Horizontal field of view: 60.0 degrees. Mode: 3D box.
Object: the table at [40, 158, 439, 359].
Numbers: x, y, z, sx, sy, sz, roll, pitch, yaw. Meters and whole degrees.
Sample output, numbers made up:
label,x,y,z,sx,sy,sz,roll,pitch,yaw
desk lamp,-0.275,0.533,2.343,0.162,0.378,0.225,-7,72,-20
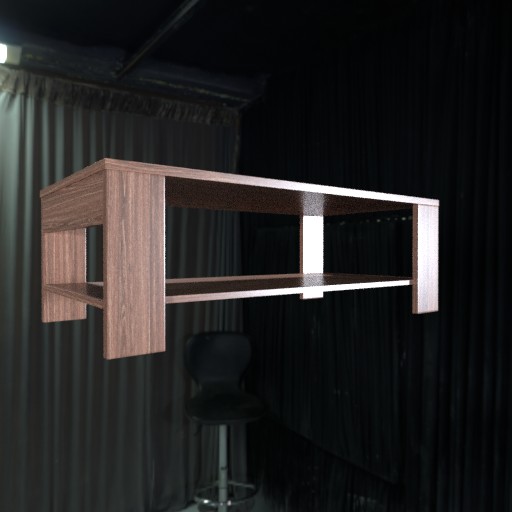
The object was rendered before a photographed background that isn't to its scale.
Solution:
label,x,y,z,sx,sy,sz,roll,pitch,yaw
table,0.000,0.000,1.478,1.200,0.400,0.600,0,1,-37
